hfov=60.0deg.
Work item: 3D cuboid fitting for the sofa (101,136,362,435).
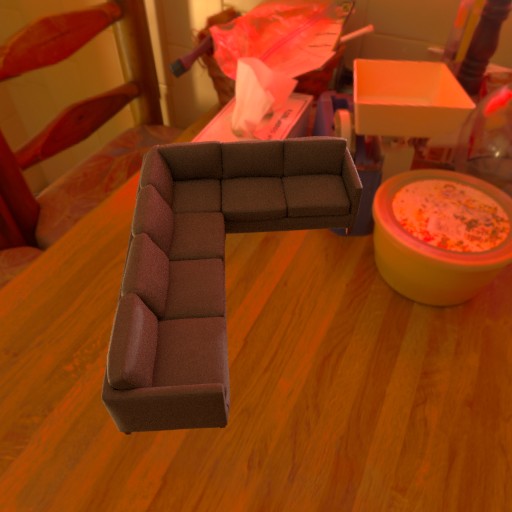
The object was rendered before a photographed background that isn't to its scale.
[{"bbox_3d":[0.000,0.000,4.612,2.593,0.947,3.302,-3,46,-3],"label":"sofa"}]
